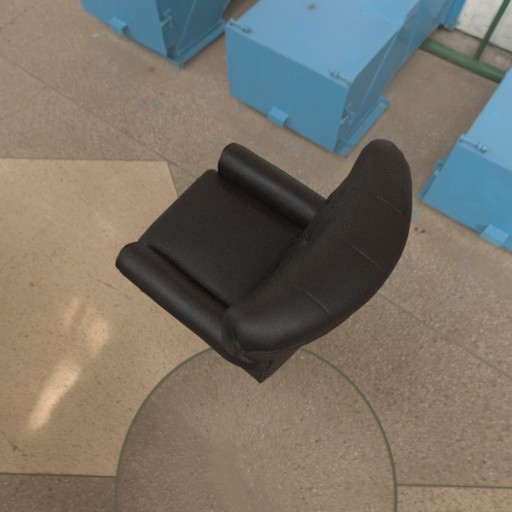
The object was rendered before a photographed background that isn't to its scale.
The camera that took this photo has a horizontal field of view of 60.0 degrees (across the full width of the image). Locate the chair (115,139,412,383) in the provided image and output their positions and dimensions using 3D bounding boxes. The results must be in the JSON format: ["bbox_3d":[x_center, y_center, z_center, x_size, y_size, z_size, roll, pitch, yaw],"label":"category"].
[{"bbox_3d":[0.000,0.000,1.991,1.058,1.158,0.948,35,69,16],"label":"chair"}]
